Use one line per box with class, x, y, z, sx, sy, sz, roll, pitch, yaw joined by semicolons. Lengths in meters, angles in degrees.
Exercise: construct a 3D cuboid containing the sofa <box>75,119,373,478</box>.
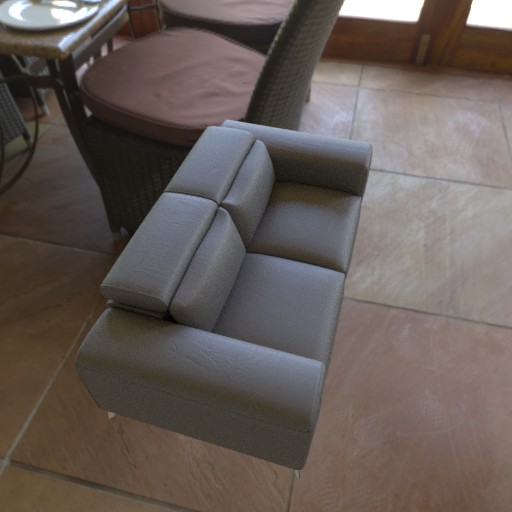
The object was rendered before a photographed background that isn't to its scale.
sofa;0.000;0.000;2.458;1.024;0.753;1.930;13;49;11
